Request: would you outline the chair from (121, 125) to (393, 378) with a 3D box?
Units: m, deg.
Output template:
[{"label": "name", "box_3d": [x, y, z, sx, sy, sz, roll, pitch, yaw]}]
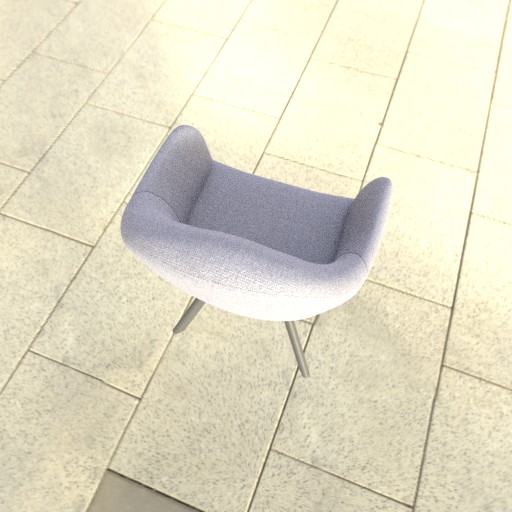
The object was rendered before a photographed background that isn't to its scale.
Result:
[{"label": "chair", "box_3d": [0.000, 0.000, 1.230, 0.590, 0.795, 0.550, 17, 64, 9]}]
